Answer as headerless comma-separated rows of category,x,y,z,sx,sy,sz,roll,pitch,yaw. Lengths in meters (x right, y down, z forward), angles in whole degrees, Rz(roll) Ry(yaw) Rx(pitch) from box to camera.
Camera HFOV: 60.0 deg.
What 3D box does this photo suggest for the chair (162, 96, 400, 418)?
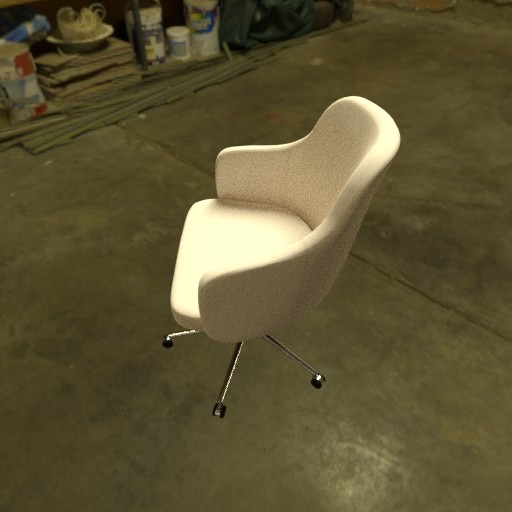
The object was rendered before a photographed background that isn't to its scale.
chair,0.000,0.000,1.283,0.647,0.819,0.602,0,41,0
